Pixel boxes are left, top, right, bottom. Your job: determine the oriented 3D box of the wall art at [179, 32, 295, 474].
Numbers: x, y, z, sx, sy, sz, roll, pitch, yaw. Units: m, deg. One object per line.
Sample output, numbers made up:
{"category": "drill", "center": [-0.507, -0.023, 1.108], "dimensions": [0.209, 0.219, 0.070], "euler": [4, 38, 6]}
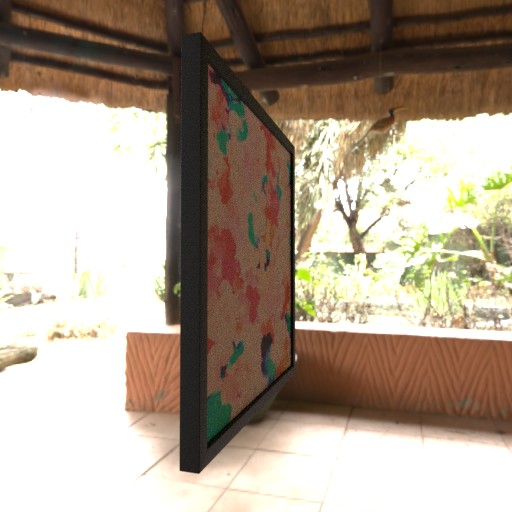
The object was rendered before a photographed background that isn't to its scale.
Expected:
{"category": "wall art", "center": [0.000, 0.000, 0.453], "dimensions": [0.015, 0.304, 0.306], "euler": [-1, -2, 17]}
